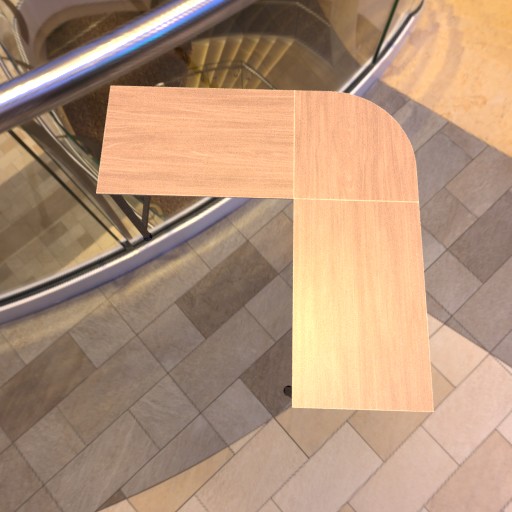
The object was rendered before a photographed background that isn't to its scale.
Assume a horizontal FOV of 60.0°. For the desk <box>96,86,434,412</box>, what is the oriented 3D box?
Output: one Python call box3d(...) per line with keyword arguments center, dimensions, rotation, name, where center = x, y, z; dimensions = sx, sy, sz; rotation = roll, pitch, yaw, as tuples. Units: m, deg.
box3d(center=(0.000, 0.000, 2.248), dimensions=(1.400, 0.762, 1.400), rotation=(2, 75, 0), name="desk")
